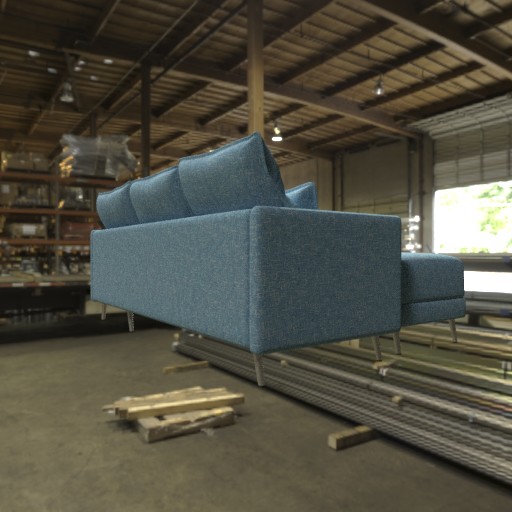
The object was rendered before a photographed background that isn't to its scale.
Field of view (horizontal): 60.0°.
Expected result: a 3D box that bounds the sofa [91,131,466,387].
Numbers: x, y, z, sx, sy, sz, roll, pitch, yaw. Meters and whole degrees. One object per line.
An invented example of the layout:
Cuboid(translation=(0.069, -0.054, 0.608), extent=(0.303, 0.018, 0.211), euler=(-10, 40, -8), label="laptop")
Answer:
Cuboid(translation=(0.000, 0.000, 2.693), extent=(1.420, 0.899, 2.034), euler=(0, 1, -35), label="sofa")
